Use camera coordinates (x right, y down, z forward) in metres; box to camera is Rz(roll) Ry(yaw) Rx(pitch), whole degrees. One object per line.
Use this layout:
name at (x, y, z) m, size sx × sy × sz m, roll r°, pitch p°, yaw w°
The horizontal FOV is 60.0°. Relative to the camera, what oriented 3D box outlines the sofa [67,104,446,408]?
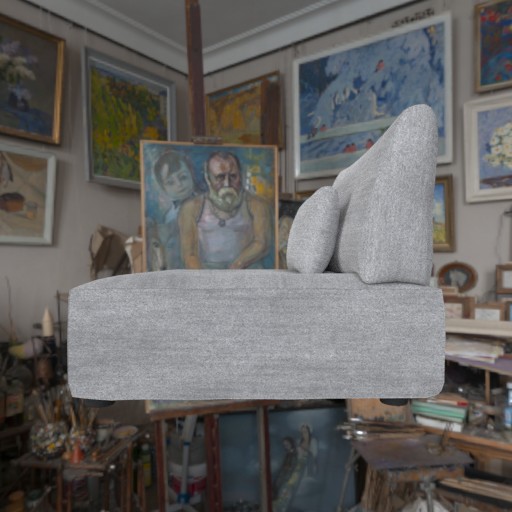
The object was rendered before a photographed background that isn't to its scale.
sofa at (0.000, 0.000, 1.630) m, size 1.000 × 0.820 × 0.930 m, roll 0°, pitch -1°, yaw -1°
